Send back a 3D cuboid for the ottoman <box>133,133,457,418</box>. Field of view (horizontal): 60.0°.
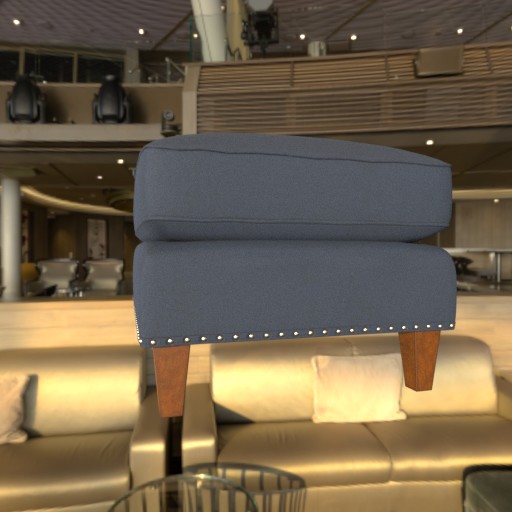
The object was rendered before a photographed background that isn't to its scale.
[{"bbox_3d":[0.000,0.000,1.102,0.584,0.513,0.741,0,1,-16],"label":"ottoman"}]
